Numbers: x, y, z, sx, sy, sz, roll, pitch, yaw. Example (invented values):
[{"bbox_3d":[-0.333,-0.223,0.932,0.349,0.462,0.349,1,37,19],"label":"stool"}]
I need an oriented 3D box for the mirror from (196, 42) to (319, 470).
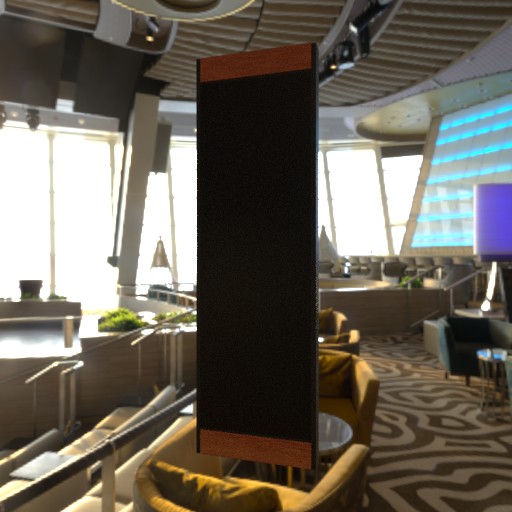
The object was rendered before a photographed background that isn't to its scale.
[{"bbox_3d":[0.000,0.000,1.234,0.343,1.123,0.047,0,0,17],"label":"mirror"}]
